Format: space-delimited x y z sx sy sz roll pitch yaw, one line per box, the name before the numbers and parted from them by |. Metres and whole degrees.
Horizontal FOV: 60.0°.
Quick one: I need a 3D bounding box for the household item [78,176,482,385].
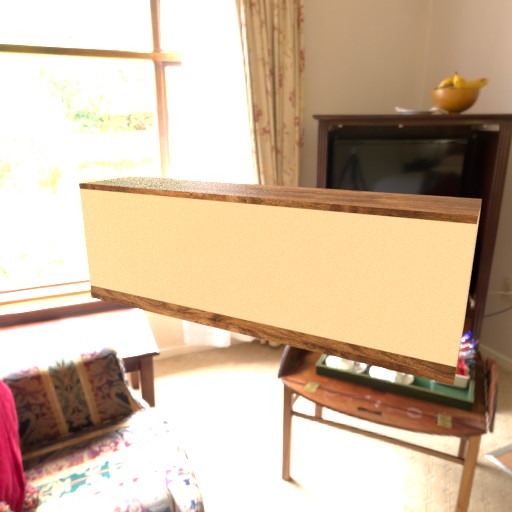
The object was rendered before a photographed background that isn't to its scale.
household item | 0.000 0.000 2.064 1.800 0.615 0.390 8 18 27
